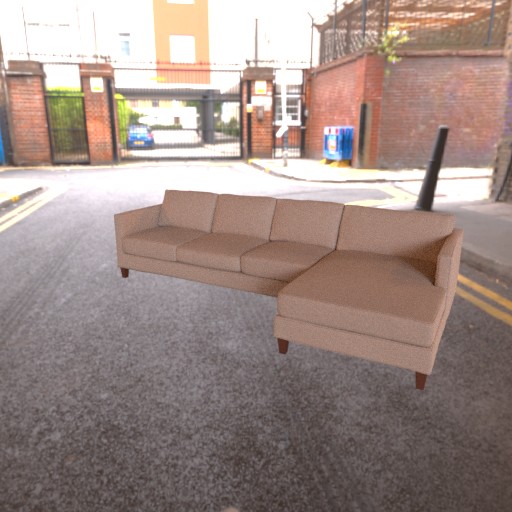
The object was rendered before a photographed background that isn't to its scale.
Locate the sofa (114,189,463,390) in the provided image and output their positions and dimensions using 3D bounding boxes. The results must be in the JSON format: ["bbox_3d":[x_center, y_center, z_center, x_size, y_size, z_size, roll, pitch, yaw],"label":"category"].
[{"bbox_3d":[0.000,0.000,3.905,3.186,0.861,1.625,9,18,27],"label":"sofa"}]
